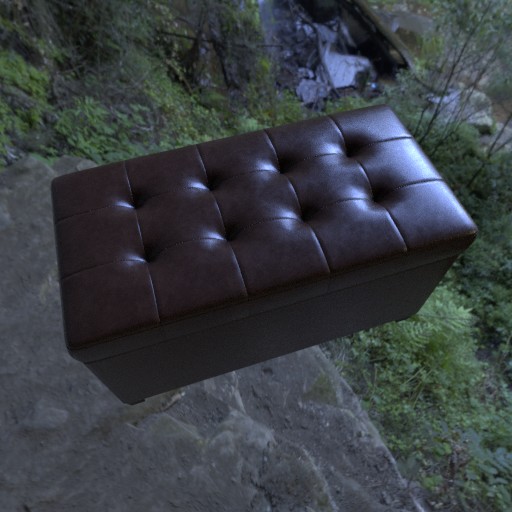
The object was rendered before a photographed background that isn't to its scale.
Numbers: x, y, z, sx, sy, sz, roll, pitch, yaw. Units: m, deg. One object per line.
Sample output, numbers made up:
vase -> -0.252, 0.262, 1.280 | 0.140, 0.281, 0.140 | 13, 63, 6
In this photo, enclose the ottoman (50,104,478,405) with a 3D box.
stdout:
ottoman -> 0.000, 0.000, 1.118 | 0.838, 0.470, 0.432 | -15, 59, -9
